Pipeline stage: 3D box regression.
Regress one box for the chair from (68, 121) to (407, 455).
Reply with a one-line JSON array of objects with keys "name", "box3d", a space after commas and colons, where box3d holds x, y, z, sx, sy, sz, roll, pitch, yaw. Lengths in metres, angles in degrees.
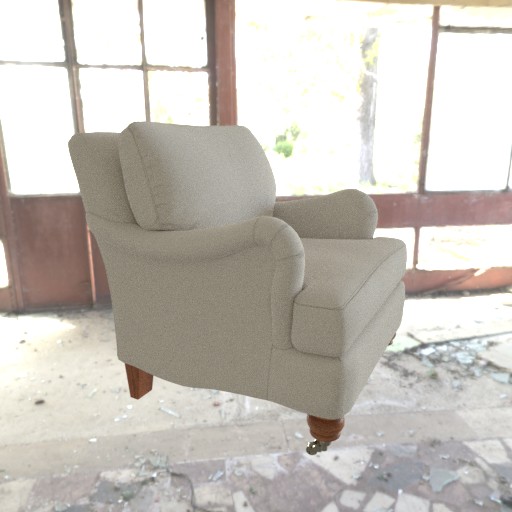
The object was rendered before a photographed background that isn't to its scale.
[{"name": "chair", "box3d": [0.000, 0.000, 1.799, 1.070, 1.038, 0.955, 8, 17, 28]}]
